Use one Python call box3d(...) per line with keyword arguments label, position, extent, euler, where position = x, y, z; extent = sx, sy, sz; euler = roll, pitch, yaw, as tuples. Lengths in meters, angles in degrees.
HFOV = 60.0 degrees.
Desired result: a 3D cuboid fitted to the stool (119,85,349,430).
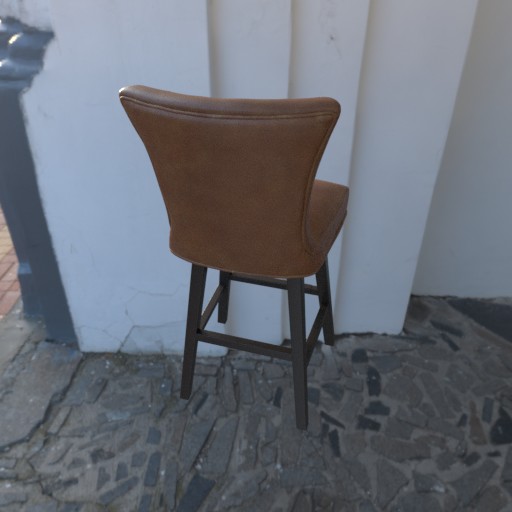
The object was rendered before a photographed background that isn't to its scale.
box3d(label="stool", position=(0.000, 0.000, 1.425), extent=(0.522, 1.094, 0.585), euler=(9, 33, 15))
